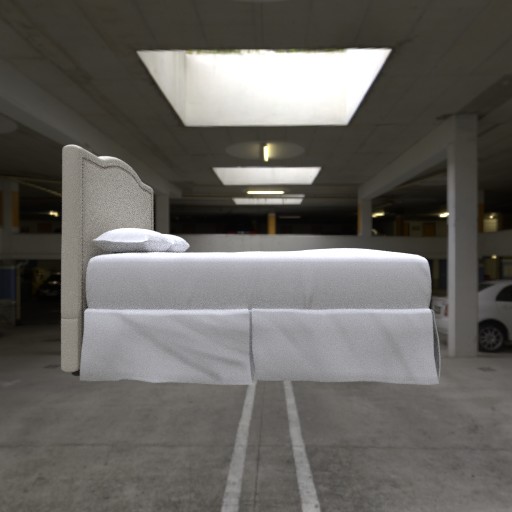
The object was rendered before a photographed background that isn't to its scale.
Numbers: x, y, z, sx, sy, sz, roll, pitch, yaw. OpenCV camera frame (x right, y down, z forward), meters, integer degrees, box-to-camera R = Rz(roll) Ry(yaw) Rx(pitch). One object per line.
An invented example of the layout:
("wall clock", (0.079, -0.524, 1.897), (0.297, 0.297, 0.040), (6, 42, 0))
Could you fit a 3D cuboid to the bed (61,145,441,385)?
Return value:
("bed", (0.000, 0.000, 3.329), (2.196, 1.449, 1.741), (0, 0, 2))
